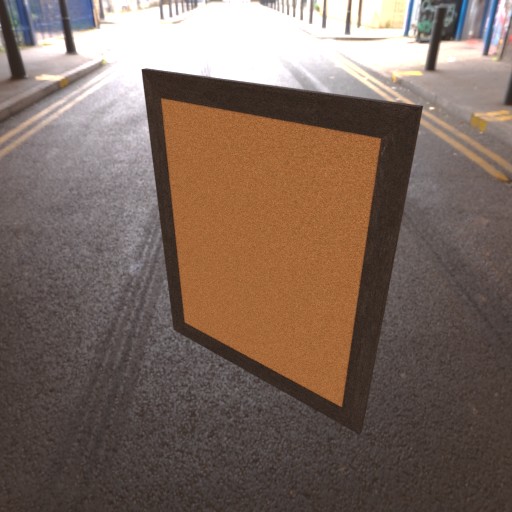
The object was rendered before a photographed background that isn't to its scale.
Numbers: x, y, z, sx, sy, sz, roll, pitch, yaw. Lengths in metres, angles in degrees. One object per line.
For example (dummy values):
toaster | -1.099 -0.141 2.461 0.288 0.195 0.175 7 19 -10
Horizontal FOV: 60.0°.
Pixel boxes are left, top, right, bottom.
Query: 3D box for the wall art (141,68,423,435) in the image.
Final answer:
wall art | 0.000 0.000 0.776 0.476 0.570 0.013 21 37 31
